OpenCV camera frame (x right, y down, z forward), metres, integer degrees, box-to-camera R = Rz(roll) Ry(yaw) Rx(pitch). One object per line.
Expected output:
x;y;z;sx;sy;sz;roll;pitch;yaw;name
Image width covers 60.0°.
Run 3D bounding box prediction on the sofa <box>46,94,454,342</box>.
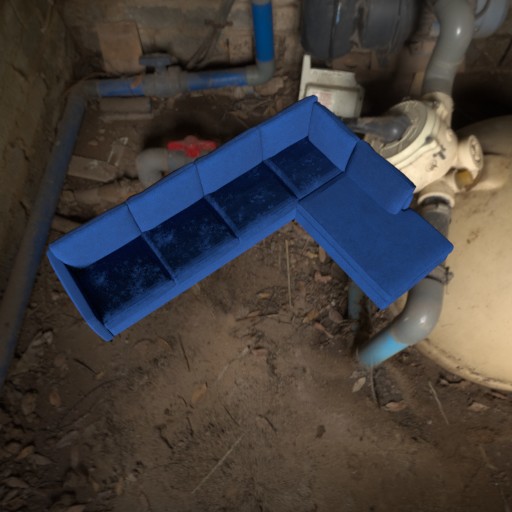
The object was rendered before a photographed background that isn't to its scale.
0.000;0.000;3.282;2.486;0.687;1.707;-34;68;-16;sofa
